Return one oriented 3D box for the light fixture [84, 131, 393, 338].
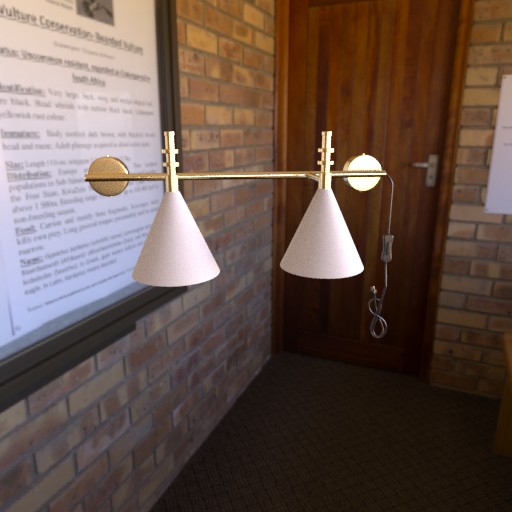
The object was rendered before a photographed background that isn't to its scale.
[{"bbox_3d":[0.000,0.000,0.866,0.642,0.468,0.239,-2,16,-8],"label":"light fixture"}]
